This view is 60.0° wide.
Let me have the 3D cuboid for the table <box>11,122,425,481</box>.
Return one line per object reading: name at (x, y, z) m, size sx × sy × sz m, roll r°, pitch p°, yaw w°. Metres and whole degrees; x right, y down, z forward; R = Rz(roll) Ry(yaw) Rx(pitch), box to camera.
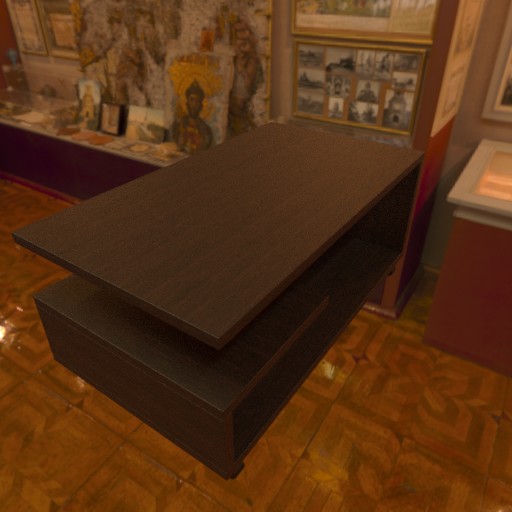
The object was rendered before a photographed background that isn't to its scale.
table at (0.000, 0.000, 1.324) m, size 0.590 × 0.460 × 1.050 m, roll 21°, pitch 38°, yaw 29°
